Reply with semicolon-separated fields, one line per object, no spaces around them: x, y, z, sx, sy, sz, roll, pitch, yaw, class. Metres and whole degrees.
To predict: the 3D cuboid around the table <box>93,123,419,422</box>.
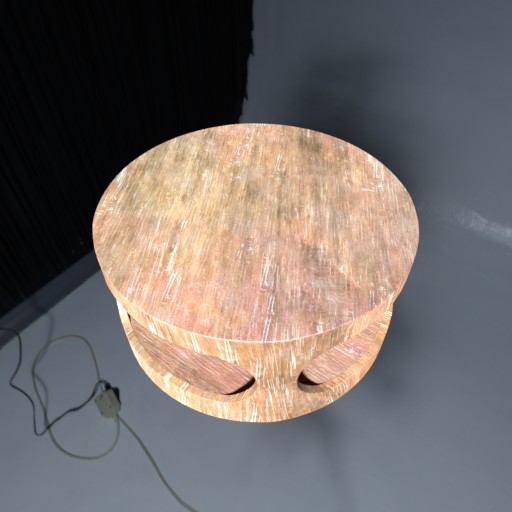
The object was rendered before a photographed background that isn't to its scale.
0.000;0.000;1.528;0.974;0.450;0.974;0;47;0;table
